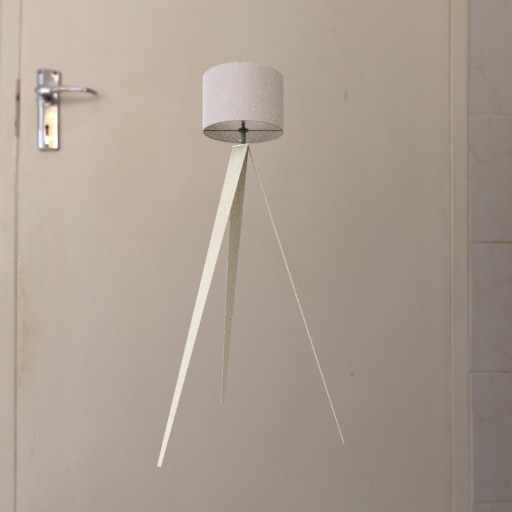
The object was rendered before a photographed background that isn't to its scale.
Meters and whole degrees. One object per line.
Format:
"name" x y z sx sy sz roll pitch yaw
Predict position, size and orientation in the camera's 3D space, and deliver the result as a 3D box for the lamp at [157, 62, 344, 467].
"lamp" 0.000 0.000 1.963 0.716 1.524 0.724 0 -1 0
